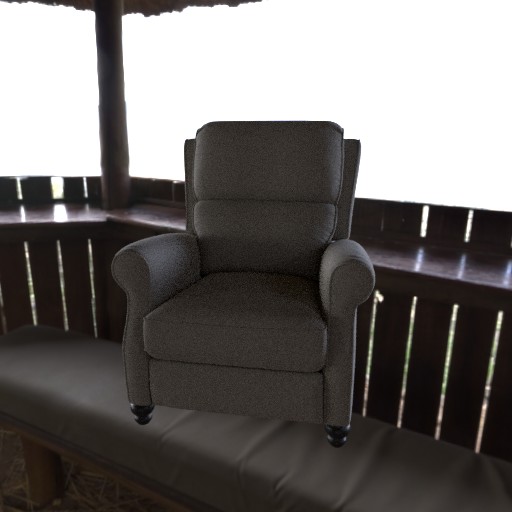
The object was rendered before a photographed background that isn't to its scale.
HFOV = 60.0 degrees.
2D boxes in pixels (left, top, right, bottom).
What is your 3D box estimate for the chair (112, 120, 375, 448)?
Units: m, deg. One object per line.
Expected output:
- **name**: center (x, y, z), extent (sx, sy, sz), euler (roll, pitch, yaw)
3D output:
- **chair**: center (0.000, 0.000, 1.752), extent (0.859, 1.046, 0.919), euler (3, 16, 10)
